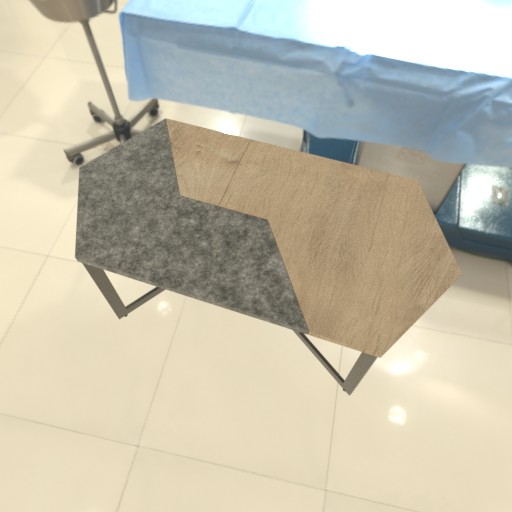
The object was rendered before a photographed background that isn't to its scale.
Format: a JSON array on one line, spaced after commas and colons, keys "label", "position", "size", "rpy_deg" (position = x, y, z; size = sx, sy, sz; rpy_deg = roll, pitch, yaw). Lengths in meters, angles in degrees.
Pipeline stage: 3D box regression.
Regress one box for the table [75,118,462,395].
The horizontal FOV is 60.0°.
[{"label": "table", "position": [0.000, 0.000, 1.536], "size": [1.219, 0.457, 0.609], "rpy_deg": [16, 60, 10]}]
